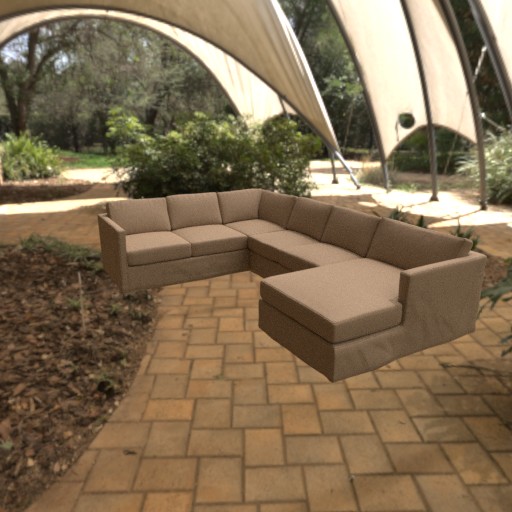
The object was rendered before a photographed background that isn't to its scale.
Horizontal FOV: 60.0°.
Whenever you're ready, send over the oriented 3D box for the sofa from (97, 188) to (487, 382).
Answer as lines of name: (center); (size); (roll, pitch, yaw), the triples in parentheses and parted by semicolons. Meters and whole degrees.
sofa: (0.000, 0.000, 4.532); (2.427, 0.882, 3.460); (-9, 19, -29)
